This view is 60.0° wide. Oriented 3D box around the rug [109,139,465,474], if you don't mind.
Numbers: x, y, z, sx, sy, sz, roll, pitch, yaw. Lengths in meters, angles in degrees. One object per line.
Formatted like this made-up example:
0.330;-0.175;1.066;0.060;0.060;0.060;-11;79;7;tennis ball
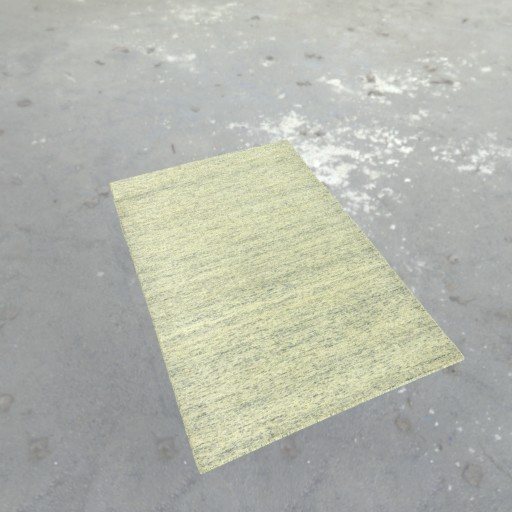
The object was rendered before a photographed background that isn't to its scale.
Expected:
0.000;0.000;2.371;1.243;0.014;1.846;-17;51;-15;rug
